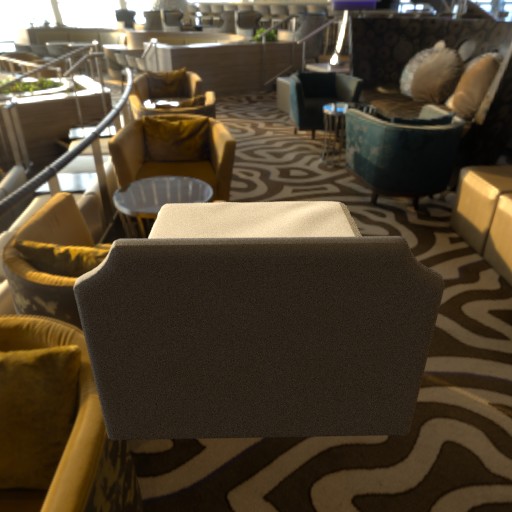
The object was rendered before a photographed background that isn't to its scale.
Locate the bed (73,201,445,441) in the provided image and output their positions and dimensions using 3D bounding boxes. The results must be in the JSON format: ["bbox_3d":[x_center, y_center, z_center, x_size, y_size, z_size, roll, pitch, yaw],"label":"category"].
[{"bbox_3d":[0.000,0.000,3.808,2.194,1.561,2.536,-1,30,-1],"label":"bed"}]
